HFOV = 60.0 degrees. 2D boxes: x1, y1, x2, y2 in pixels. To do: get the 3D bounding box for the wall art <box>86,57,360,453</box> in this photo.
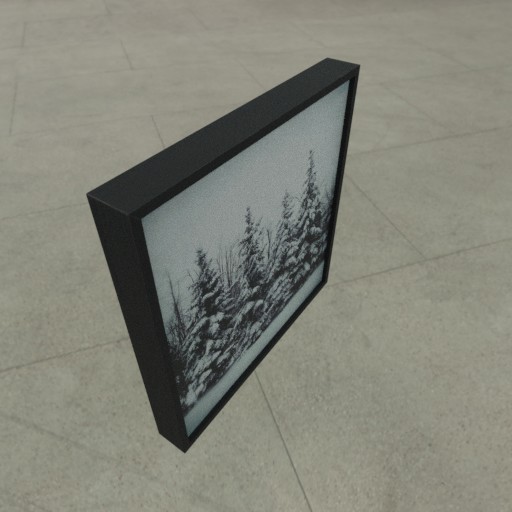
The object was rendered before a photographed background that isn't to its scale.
[{"bbox_3d":[0.000,0.000,0.456,0.037,0.305,0.305,25,48,26],"label":"wall art"}]
